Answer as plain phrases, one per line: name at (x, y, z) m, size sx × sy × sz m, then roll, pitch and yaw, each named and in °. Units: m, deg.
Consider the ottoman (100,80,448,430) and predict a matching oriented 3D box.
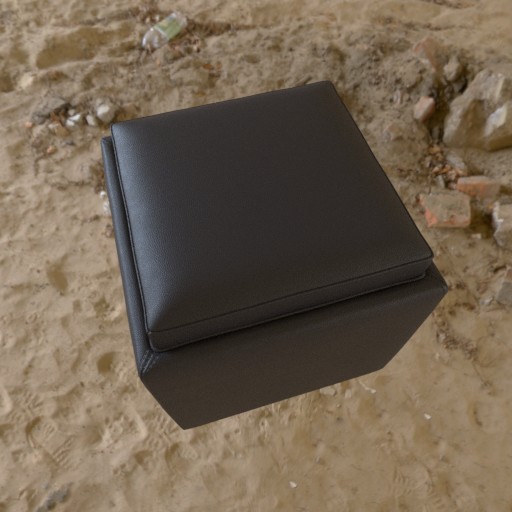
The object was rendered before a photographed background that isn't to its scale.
ottoman at (0.000, 0.000, 0.820) m, size 0.451 × 0.460 × 0.450 m, roll -14°, pitch 60°, yaw -9°
